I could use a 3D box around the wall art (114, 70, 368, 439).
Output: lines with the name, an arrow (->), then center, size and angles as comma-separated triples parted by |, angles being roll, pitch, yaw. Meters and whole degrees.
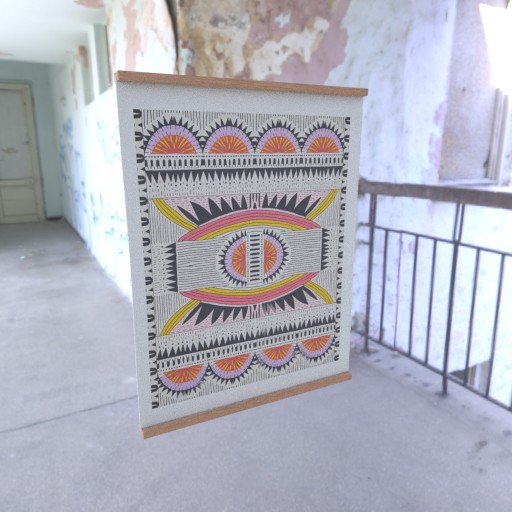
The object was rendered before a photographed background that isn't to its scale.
wall art -> 0.000, 0.000, 0.715 | 0.403, 0.527, 0.028 | -7, 15, -26
